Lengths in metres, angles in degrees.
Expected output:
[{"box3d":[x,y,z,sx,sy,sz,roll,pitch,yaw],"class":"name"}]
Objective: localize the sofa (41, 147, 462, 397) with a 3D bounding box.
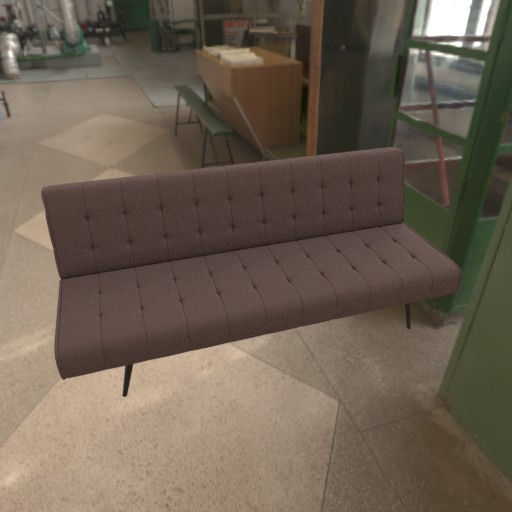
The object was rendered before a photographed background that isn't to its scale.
[{"box3d":[0.000,0.000,2.034,1.703,0.699,0.747,-10,33,-15],"class":"sofa"}]
